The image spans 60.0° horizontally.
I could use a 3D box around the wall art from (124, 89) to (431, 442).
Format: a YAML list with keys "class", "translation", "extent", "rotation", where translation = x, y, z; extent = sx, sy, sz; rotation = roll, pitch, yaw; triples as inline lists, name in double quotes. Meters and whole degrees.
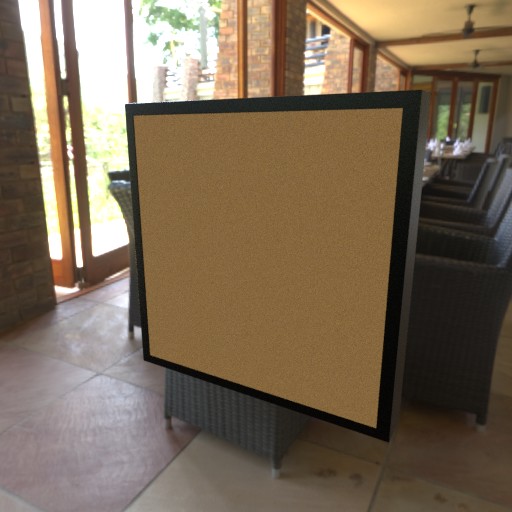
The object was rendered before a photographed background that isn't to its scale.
- class: "wall art"
  translation: [0.000, 0.000, 0.448]
  extent: [0.299, 0.299, 0.037]
  rotation: [9, 18, 29]
